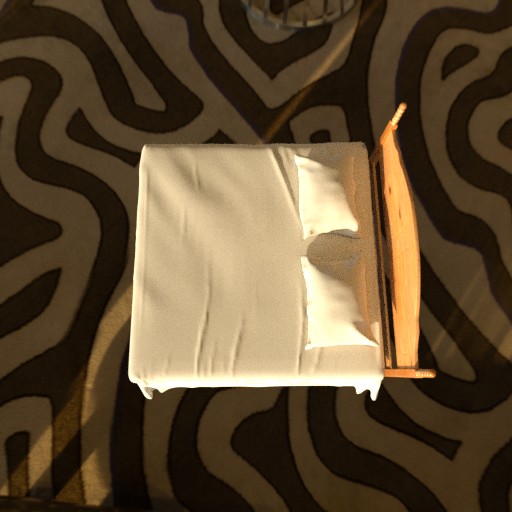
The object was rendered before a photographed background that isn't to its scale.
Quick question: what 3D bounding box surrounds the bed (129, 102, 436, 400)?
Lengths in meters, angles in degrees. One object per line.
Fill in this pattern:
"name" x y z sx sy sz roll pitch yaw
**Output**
"bed" 0.000 0.000 3.583 2.219 1.355 2.322 -1 75 0
